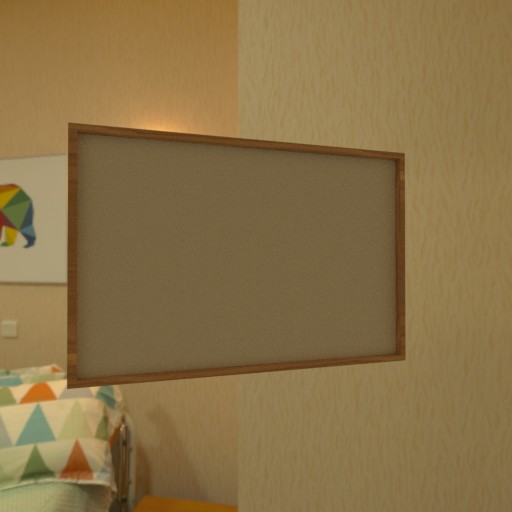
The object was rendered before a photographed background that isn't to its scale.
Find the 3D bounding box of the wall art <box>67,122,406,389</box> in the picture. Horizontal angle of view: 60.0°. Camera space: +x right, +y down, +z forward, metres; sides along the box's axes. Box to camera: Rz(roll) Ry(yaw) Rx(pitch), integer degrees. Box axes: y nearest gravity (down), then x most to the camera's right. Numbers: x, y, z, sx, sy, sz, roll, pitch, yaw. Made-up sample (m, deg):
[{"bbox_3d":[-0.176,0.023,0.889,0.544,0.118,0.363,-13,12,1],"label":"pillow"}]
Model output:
[{"bbox_3d":[0.000,0.000,0.771,0.604,0.402,0.018,0,-1,-18],"label":"wall art"}]
